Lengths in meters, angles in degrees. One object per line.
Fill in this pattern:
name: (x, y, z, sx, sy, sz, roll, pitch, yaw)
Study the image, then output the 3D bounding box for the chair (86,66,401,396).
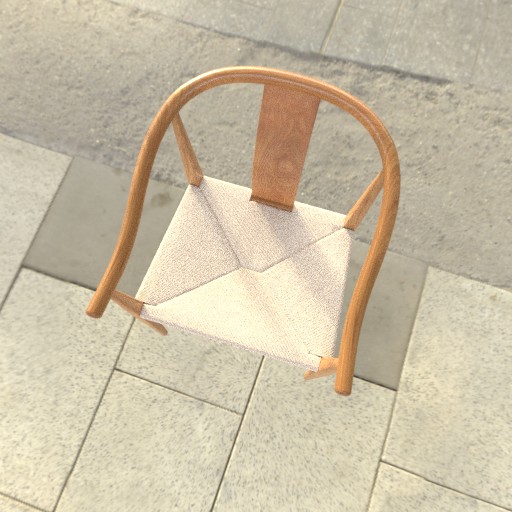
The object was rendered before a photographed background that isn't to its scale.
chair: (0.000, 0.000, 1.204, 0.556, 0.800, 0.579, 16, 75, 4)
